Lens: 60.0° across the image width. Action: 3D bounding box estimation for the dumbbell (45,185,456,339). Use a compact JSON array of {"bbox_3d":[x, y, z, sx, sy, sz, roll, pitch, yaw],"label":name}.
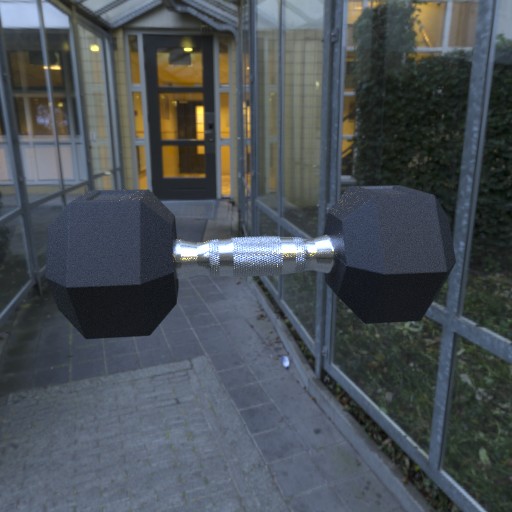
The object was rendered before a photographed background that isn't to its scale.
[{"bbox_3d":[0.000,0.000,0.322,0.272,0.092,0.106,-2,16,-7],"label":"dumbbell"}]
